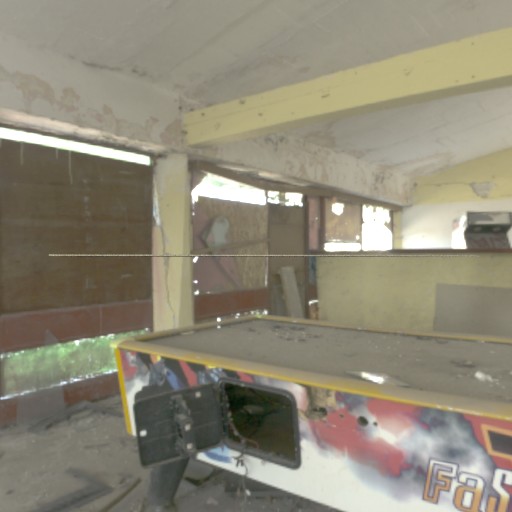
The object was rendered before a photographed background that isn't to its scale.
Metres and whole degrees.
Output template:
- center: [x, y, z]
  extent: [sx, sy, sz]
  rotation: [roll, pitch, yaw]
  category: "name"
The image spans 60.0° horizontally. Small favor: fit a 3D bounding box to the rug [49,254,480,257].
- center: [0.000, 0.000, 3.076]
  extent: [2.433, 0.007, 1.507]
  rotation: [0, 0, -17]
  category: "rug"
